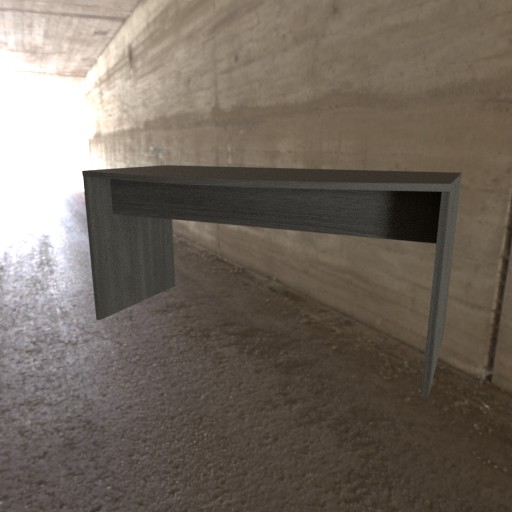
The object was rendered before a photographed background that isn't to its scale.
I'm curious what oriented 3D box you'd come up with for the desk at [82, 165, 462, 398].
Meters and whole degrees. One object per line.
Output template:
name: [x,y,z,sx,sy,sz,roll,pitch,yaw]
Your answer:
desk: [0.000,0.000,2.024,1.600,0.750,0.802,7,16,26]
